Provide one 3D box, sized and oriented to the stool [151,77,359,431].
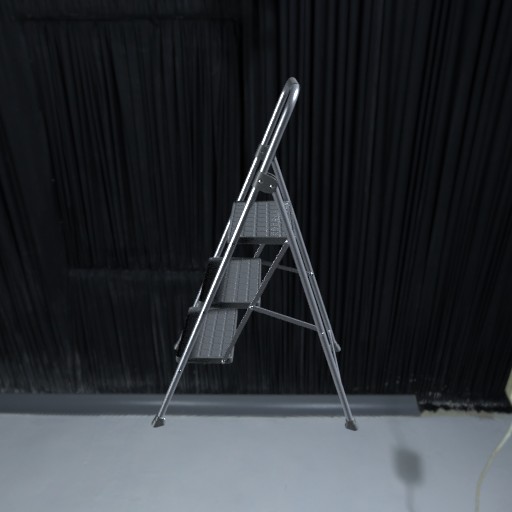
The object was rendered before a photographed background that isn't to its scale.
[{"bbox_3d":[0.000,0.000,1.512,0.733,1.121,0.473,1,27,1],"label":"stool"}]
